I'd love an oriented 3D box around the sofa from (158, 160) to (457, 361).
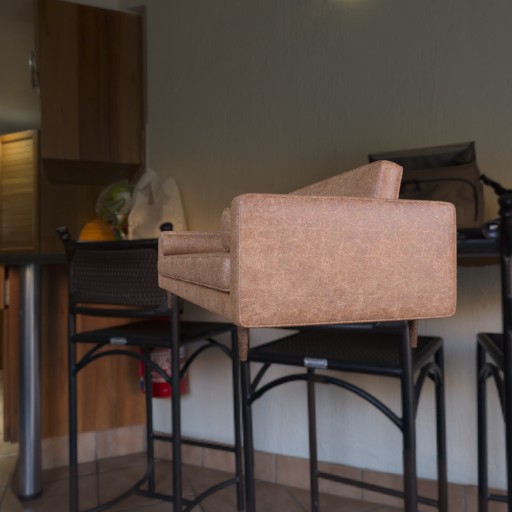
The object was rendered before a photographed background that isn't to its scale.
[{"bbox_3d":[0.000,0.000,2.605,0.919,0.770,2.200,0,0,-19],"label":"sofa"}]
